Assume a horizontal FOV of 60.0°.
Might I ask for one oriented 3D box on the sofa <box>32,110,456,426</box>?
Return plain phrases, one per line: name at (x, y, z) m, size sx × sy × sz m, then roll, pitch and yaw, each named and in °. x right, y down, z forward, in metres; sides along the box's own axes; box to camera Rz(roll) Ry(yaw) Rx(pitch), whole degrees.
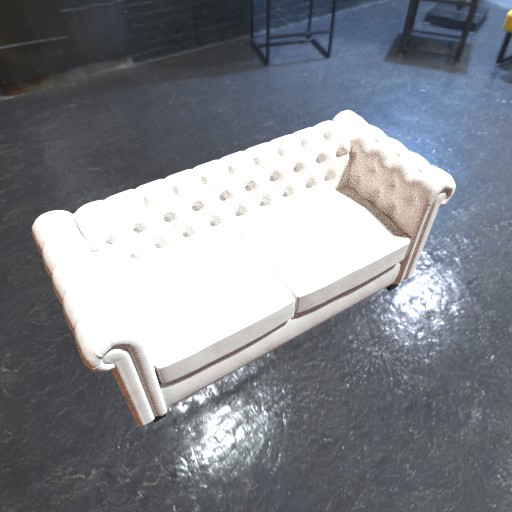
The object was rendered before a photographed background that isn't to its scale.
sofa at (0.000, 0.000, 2.229) m, size 1.798 × 0.796 × 0.771 m, roll -24°, pitch 51°, yaw -21°
